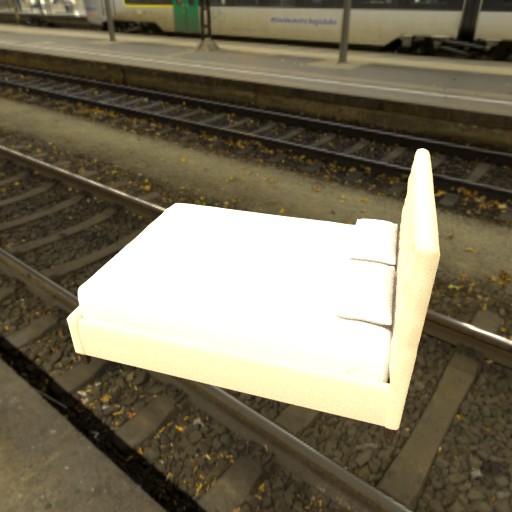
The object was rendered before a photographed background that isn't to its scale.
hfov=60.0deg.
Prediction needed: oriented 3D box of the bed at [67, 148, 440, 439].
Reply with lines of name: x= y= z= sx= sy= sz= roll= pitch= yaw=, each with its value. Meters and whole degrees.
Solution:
bed: x=0.000 y=0.000 z=3.464 sx=2.387 sy=1.427 sz=1.698 roll=9 pitch=32 yaw=15
